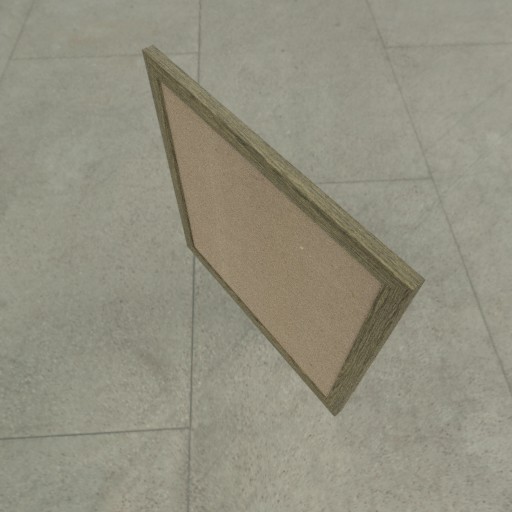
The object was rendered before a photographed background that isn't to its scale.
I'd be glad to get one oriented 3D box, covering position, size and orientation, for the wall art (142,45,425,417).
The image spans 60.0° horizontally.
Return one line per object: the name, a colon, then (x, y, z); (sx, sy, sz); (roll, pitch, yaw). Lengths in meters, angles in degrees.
wall art: (0.000, 0.000, 0.751); (0.019, 0.508, 0.508); (-34, 63, -20)
